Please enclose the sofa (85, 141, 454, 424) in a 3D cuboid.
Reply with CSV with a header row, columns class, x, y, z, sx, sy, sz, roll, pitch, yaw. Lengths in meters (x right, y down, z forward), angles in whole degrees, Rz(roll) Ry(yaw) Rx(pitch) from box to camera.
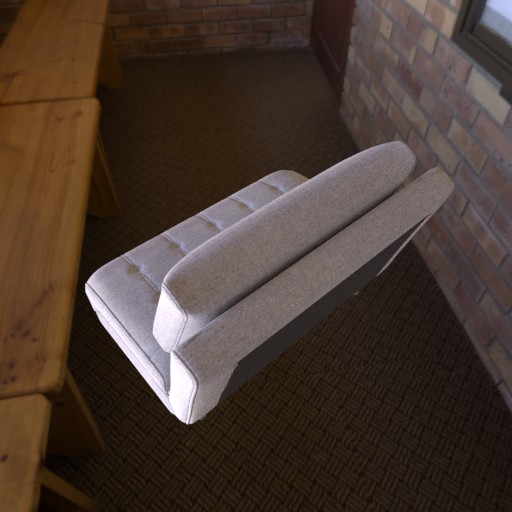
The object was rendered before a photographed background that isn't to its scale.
class,x,y,z,sx,sy,sz,roll,pitch,yaw
sofa,0.000,0.000,1.857,1.220,0.910,0.910,-33,55,-27
